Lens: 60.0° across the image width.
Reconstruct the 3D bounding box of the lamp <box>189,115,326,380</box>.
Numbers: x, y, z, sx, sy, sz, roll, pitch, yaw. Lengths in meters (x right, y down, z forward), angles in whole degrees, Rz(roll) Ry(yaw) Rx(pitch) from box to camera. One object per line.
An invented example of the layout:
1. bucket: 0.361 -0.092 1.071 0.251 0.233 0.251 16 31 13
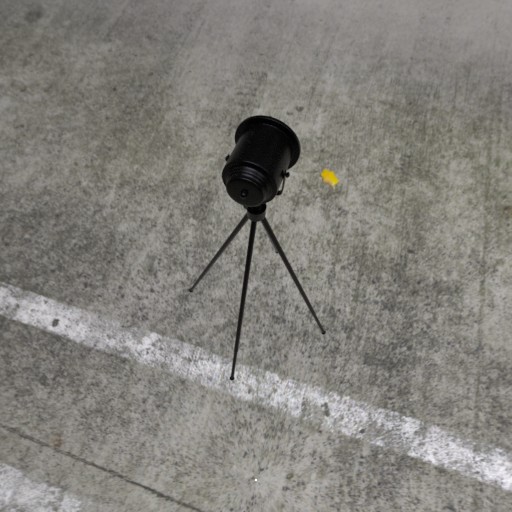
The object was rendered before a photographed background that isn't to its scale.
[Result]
1. lamp: 0.000 0.000 2.048 0.879 1.504 0.884 17 64 8
